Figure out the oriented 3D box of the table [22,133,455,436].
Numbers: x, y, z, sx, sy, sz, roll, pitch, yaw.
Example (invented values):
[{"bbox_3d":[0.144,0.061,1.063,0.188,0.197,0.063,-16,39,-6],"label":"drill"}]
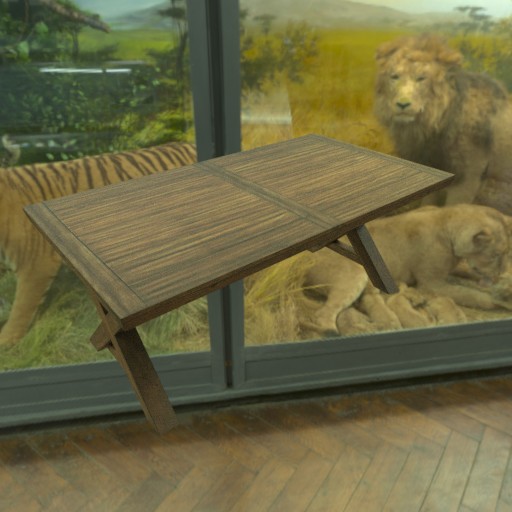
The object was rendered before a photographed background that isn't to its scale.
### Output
[{"bbox_3d":[0.000,0.000,2.468,1.966,0.793,1.071,-23,38,-33],"label":"table"}]
